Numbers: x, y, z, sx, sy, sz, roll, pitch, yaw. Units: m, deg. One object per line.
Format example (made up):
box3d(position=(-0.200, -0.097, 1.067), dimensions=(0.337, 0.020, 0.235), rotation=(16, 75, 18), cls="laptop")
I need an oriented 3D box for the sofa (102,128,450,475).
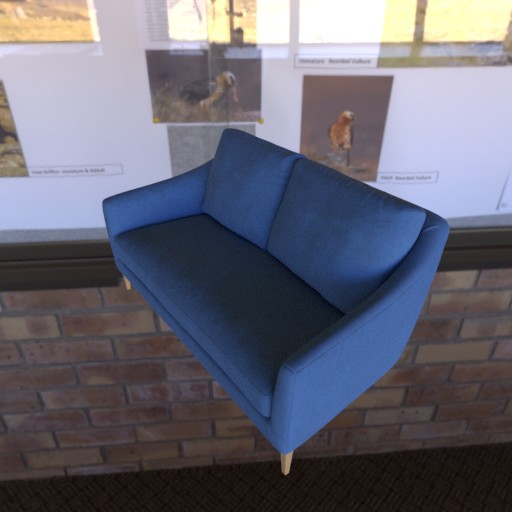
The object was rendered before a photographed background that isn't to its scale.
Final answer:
box3d(position=(0.000, 0.000, 2.189), dimensions=(0.960, 0.902, 1.619), rotation=(-21, 38, -31), cls="sofa")
